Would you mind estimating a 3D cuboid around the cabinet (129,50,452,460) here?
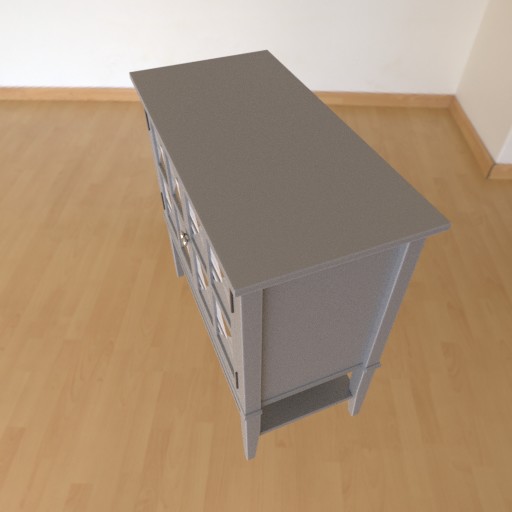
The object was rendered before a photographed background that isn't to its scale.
[{"bbox_3d":[0.000,0.000,1.242,0.396,0.780,0.801,-16,48,-15],"label":"cabinet"}]
